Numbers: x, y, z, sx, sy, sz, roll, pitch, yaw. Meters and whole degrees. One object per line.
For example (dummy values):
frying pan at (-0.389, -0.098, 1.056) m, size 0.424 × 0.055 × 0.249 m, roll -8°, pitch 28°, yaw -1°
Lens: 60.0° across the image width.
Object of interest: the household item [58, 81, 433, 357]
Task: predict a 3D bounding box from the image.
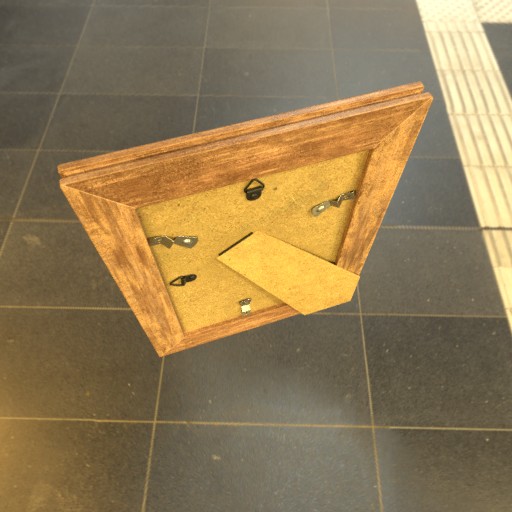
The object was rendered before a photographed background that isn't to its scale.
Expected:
household item at (0.000, 0.000, 0.314) m, size 0.186 × 0.237 × 0.018 m, roll -16°, pitch 60°, yaw -9°
